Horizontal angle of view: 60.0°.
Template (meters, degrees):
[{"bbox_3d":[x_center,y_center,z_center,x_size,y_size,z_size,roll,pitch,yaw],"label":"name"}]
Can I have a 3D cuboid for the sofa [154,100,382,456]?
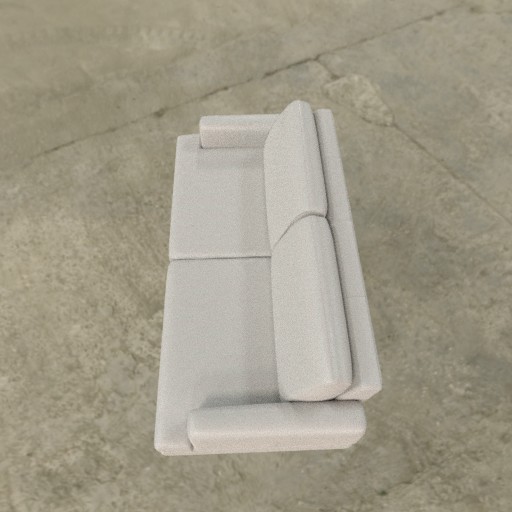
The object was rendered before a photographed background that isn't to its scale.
[{"bbox_3d":[0.000,0.000,2.424,0.974,0.765,1.940,-2,59,-1],"label":"sofa"}]
